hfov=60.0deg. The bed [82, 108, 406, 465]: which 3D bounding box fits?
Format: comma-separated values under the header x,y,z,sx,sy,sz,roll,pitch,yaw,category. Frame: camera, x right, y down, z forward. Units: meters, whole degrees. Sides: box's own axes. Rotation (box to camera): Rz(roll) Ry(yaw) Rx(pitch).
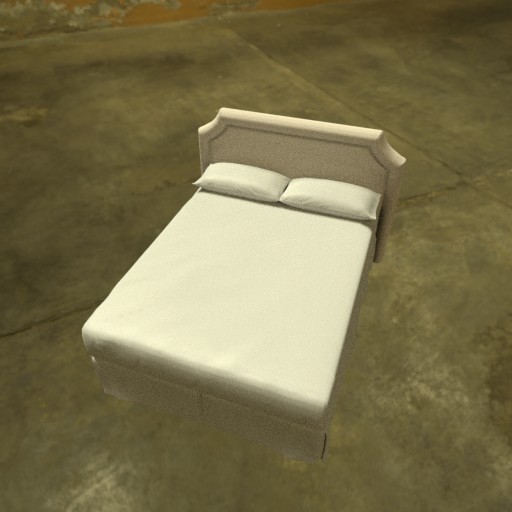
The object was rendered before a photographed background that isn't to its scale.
x,y,z,sx,sy,sz,roll,pitch,yaw,category
0.000,0.000,3.314,1.828,1.297,2.164,13,42,15,bed
